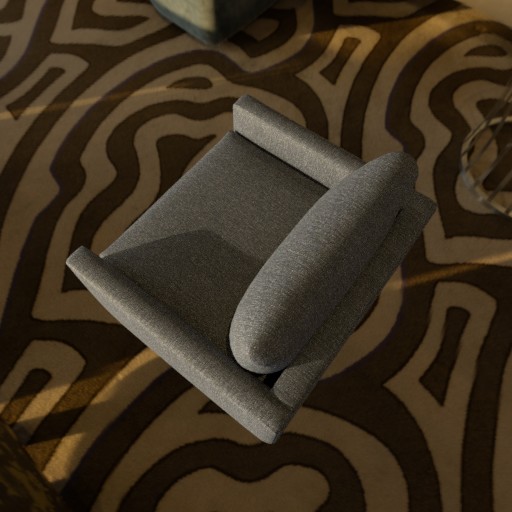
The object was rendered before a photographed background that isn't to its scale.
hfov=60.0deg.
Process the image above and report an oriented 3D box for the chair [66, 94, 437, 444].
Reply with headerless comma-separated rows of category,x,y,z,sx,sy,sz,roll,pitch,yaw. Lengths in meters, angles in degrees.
chair,0.000,0.000,1.628,0.866,0.861,0.963,35,68,16
